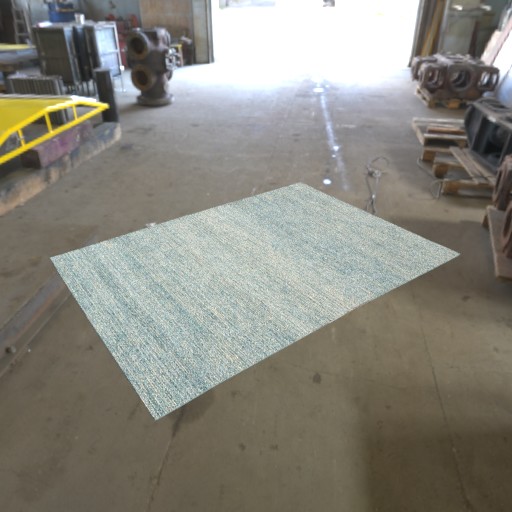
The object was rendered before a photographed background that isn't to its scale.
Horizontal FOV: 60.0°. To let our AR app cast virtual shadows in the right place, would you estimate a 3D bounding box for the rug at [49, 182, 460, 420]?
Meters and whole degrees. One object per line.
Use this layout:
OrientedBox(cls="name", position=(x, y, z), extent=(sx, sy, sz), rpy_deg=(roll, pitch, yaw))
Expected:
OrientedBox(cls="rug", position=(0.000, 0.000, 2.980), extent=(2.260, 0.026, 1.611), rpy_deg=(-21, 37, -30))
